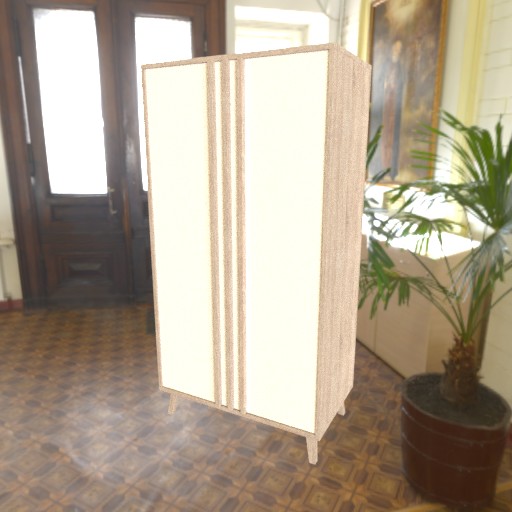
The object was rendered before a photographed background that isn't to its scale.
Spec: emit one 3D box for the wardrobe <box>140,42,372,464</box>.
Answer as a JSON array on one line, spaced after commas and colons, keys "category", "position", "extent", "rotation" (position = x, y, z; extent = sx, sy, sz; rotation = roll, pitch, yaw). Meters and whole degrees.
[{"category": "wardrobe", "position": [0.000, 0.000, 2.436], "extent": [1.000, 1.960, 0.600], "rotation": [7, 16, 27]}]
